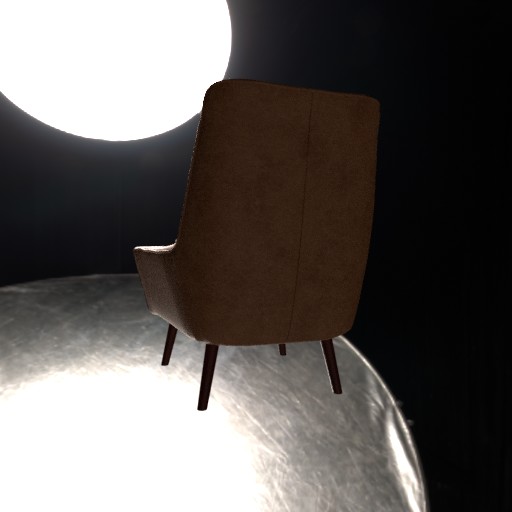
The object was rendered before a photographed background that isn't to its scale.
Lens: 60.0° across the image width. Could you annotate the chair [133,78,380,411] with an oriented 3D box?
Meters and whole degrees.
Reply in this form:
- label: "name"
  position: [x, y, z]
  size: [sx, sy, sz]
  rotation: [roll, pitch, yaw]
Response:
- label: "chair"
  position: [0.000, 0.000, 1.505]
  size: [0.753, 0.883, 0.851]
  rotation: [0, 1, -19]
